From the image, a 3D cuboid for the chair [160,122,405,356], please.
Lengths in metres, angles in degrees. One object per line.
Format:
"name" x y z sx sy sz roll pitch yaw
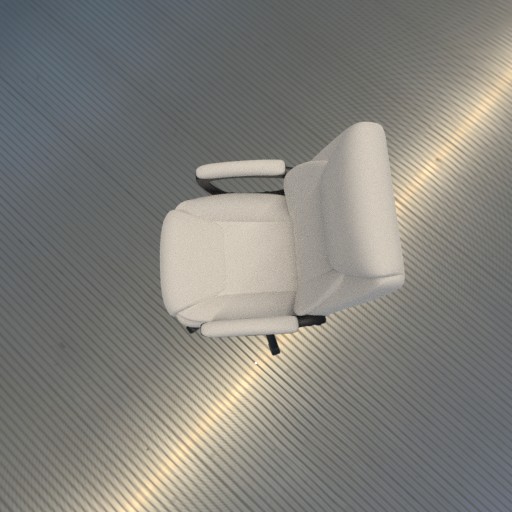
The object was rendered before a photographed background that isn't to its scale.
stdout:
"chair" 0.000 0.000 1.523 0.669 1.065 0.663 -3 76 -1
